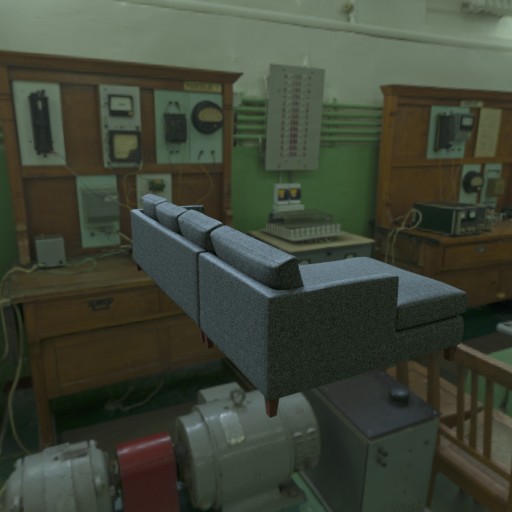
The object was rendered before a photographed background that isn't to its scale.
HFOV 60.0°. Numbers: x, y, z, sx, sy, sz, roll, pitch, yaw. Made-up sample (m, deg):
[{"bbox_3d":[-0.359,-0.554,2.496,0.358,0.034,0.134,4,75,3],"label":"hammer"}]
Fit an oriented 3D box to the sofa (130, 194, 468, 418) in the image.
[{"bbox_3d":[0.000,0.000,4.204,1.635,0.960,3.485,-7,16,-26],"label":"sofa"}]
